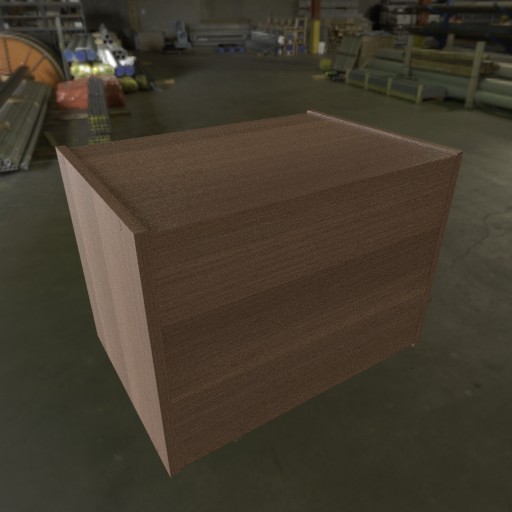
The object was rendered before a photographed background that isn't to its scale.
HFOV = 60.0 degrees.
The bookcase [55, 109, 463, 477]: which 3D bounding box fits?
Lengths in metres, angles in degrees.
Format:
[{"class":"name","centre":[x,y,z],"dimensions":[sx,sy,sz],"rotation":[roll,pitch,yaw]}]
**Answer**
[{"class":"bookcase","centre":[0.000,0.000,0.624],"dimensions":[0.415,0.305,0.290],"rotation":[-18,34,-28]}]
